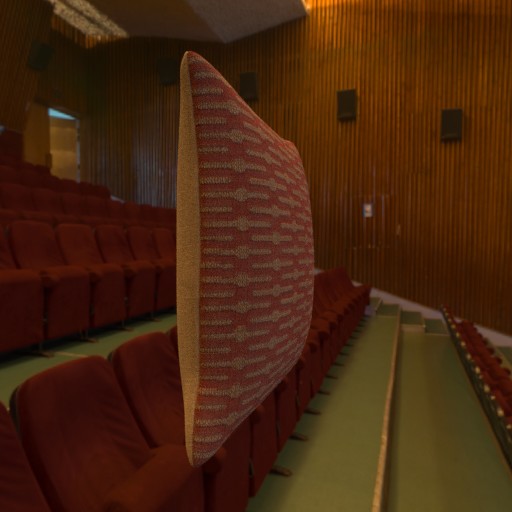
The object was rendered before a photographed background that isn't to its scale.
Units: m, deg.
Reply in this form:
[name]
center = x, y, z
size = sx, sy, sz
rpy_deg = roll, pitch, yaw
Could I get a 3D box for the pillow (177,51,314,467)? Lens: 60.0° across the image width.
[pillow]
center = 0.000, 0.000, 0.772
size = 0.182, 0.503, 0.511
rpy_deg = 0, 2, 18
